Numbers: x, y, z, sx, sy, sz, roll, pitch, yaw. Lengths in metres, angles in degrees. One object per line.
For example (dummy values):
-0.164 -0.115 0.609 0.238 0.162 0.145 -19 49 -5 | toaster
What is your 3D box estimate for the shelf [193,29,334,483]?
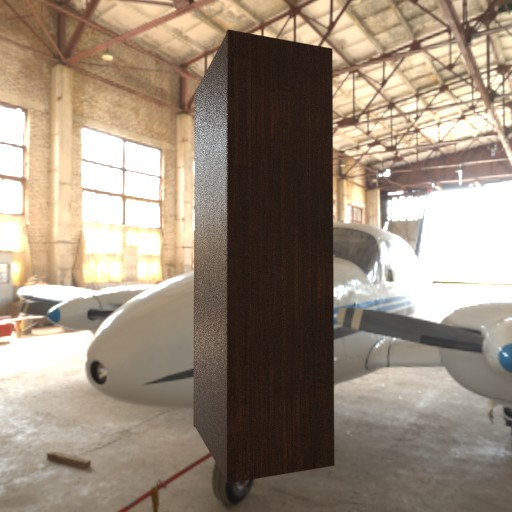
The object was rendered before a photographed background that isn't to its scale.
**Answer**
0.000 0.000 1.313 0.290 1.099 0.415 1 -2 -19 | shelf
